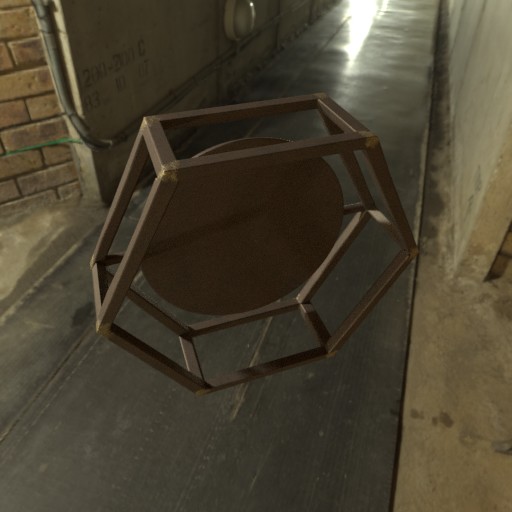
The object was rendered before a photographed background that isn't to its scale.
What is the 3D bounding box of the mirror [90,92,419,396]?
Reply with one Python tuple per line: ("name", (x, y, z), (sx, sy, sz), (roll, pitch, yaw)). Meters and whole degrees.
("mirror", (0.000, 0.000, 0.536), (0.380, 0.334, 0.119), (-13, 43, -14))
